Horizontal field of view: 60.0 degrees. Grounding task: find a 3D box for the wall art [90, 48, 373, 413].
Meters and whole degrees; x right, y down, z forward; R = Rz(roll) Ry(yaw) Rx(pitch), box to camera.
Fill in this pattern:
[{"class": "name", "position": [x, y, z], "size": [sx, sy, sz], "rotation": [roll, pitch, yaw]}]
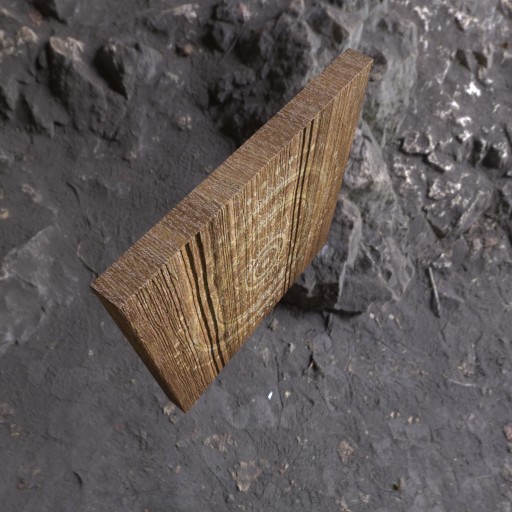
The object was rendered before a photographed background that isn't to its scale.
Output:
[{"class": "wall art", "position": [0.000, 0.000, 0.616], "size": [0.039, 0.403, 0.406], "rotation": [33, 64, 18]}]
